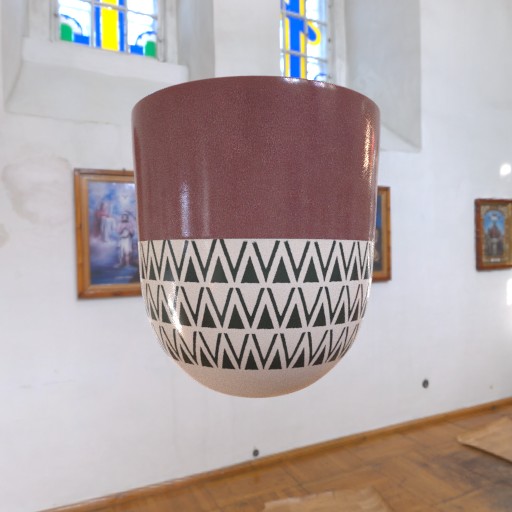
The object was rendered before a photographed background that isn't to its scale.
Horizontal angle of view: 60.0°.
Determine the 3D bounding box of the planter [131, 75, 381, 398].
[{"bbox_3d":[0.000,0.000,0.359,0.195,0.214,0.195,0,0,0],"label":"planter"}]
